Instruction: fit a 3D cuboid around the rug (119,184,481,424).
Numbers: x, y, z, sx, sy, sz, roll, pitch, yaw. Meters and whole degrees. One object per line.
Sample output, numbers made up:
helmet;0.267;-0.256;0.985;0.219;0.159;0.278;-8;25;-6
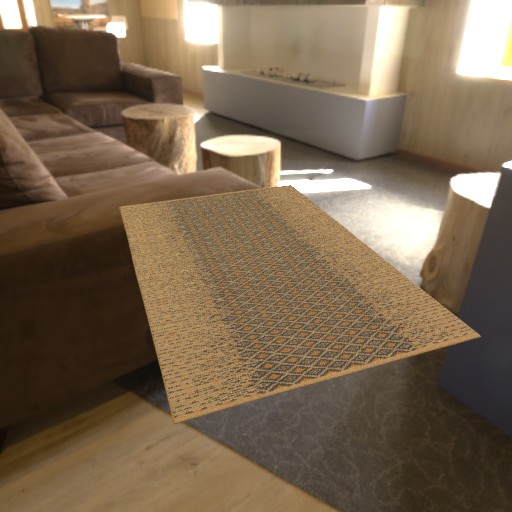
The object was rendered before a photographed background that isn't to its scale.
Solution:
rug;0.000;0.000;2.311;1.219;0.005;1.828;-10;31;-18
